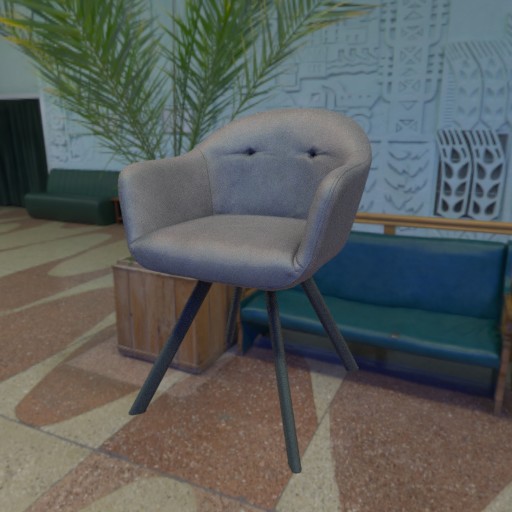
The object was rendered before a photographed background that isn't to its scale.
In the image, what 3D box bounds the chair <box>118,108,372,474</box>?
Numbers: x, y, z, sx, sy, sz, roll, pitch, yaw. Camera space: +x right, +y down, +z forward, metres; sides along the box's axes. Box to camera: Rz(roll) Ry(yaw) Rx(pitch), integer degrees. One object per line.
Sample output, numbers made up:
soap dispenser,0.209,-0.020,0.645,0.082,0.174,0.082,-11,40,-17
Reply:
chair,0.000,0.000,1.185,0.567,0.781,0.544,7,17,26
